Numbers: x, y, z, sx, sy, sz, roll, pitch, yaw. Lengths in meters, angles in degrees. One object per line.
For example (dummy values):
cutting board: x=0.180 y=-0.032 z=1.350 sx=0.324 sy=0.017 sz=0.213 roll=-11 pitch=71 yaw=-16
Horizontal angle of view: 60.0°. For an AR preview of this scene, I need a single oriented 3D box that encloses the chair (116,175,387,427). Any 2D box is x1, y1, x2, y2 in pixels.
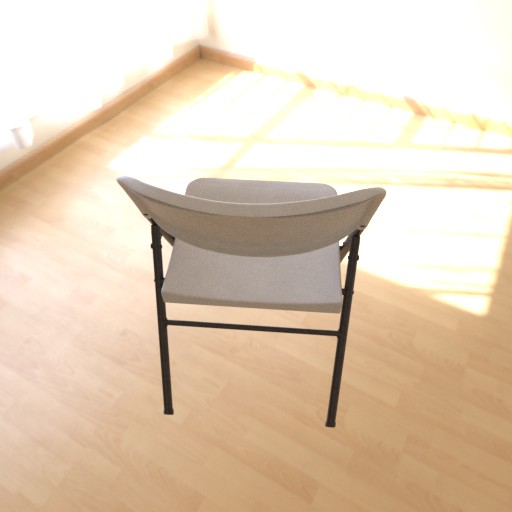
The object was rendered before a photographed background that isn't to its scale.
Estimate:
chair: x=0.000 y=0.000 z=1.144 sx=0.494 sy=0.810 sz=0.566 roll=3 pitch=48 yaw=3
